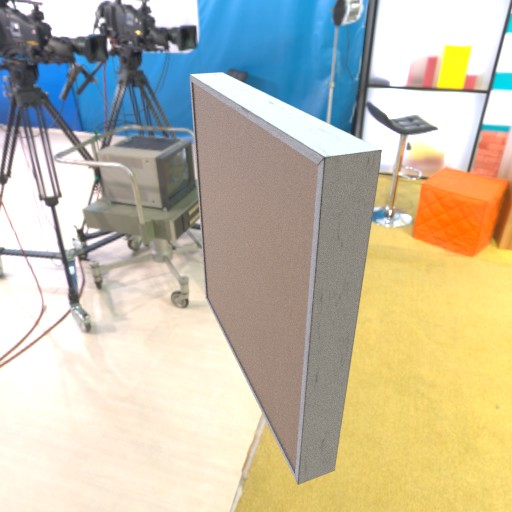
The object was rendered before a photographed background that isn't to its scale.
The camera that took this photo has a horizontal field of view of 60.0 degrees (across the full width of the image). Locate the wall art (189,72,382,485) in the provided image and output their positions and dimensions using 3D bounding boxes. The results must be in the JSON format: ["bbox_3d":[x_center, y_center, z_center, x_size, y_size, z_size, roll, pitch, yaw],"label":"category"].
[{"bbox_3d":[0.000,0.000,0.451,0.038,0.305,0.305,-11,33,-18],"label":"wall art"}]
